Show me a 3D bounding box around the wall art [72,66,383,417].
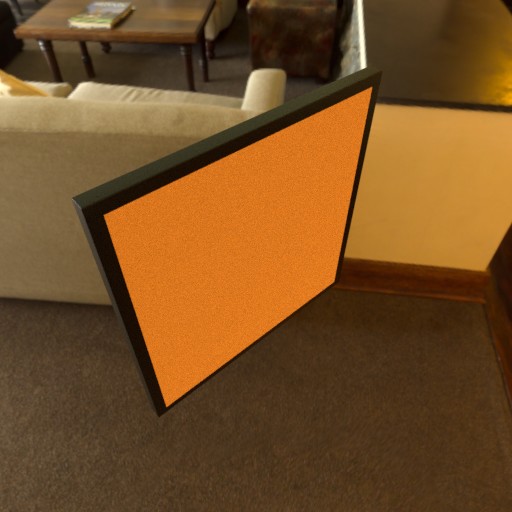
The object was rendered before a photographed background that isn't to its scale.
[{"bbox_3d":[0.000,0.000,1.146,0.755,0.761,0.038,-32,54,-27],"label":"wall art"}]
